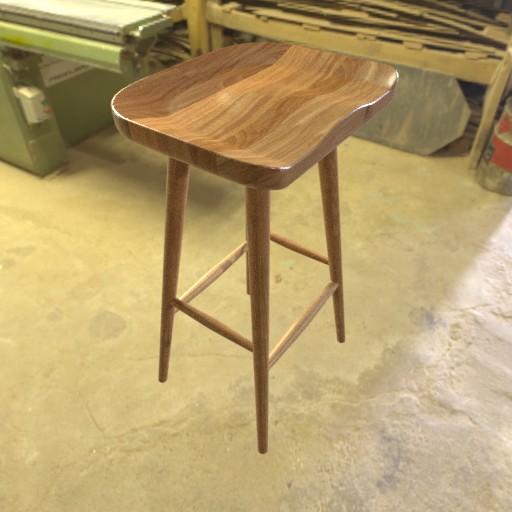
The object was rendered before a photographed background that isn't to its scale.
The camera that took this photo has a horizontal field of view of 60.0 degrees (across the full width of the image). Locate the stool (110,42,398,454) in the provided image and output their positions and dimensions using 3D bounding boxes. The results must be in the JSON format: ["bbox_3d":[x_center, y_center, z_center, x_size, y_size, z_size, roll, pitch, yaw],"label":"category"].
[{"bbox_3d":[0.000,0.000,0.907,0.322,0.698,0.407,25,47,26],"label":"stool"}]
